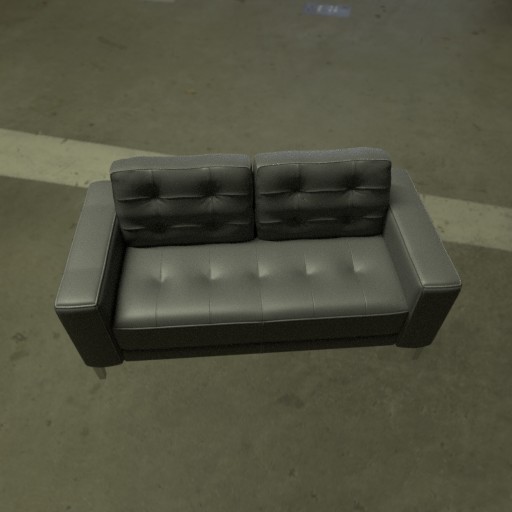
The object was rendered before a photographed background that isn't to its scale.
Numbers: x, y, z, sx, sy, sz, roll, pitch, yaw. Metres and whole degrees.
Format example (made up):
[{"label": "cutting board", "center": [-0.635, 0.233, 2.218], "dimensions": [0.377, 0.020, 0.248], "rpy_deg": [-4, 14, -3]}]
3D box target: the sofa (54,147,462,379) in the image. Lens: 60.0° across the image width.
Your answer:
[{"label": "sofa", "center": [0.000, 0.000, 2.219], "dimensions": [1.726, 0.892, 0.833], "rpy_deg": [-3, 48, -3]}]
